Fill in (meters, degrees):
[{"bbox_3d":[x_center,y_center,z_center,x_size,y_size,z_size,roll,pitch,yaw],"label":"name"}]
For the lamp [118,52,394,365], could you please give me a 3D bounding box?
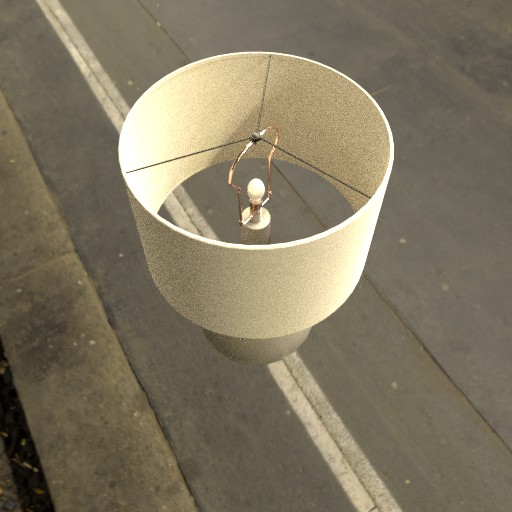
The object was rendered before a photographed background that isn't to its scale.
[{"bbox_3d":[0.000,0.000,0.720,0.330,0.521,0.330,0,58,0],"label":"lamp"}]
